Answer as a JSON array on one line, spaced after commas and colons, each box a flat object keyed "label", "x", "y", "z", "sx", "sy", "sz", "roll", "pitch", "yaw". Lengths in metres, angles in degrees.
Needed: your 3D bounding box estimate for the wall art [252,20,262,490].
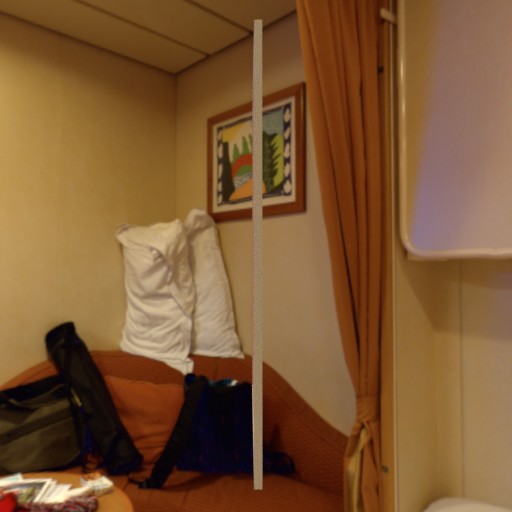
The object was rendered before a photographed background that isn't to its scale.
[{"label": "wall art", "x": 0.000, "y": 0.000, "z": 0.847, "sx": 0.011, "sy": 0.659, "sz": 0.454, "roll": 0, "pitch": -2, "yaw": -1}]
